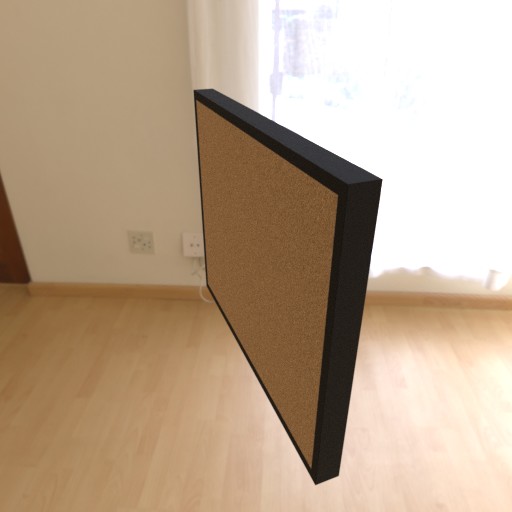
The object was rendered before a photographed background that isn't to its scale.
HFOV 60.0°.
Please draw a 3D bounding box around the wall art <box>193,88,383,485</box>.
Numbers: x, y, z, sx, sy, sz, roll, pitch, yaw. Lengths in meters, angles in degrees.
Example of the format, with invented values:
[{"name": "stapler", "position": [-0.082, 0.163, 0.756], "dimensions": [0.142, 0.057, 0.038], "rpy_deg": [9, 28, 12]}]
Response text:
[{"name": "wall art", "position": [0.000, 0.000, 0.538], "dimensions": [0.028, 0.325, 0.397], "rpy_deg": [-11, 32, -19]}]
